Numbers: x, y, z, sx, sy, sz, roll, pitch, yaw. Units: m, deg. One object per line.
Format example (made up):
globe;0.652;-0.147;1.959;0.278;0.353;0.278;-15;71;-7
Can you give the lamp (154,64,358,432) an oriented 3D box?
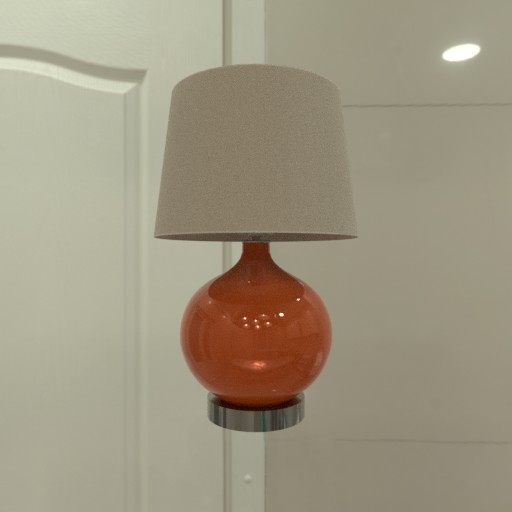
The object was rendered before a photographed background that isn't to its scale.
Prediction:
lamp;0.000;0.000;0.547;0.247;0.387;0.247;0;0;0
